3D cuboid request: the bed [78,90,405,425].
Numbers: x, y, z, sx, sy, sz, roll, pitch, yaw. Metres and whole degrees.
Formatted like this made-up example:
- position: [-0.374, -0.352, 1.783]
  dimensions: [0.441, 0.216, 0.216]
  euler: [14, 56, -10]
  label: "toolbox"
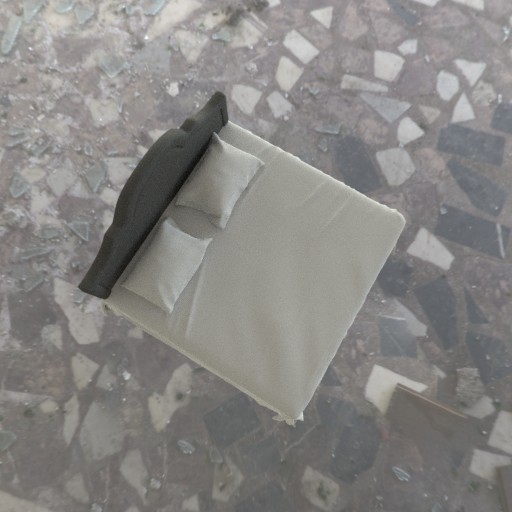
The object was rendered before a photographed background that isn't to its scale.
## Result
- position: [0.000, 0.000, 3.819]
  dimensions: [2.222, 1.631, 2.303]
  euler: [30, 79, 7]
  label: "bed"
